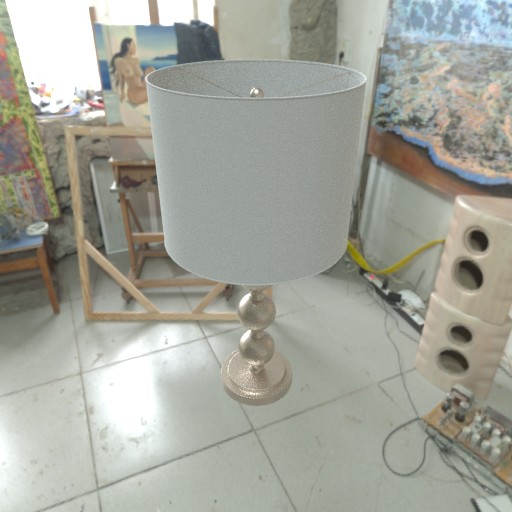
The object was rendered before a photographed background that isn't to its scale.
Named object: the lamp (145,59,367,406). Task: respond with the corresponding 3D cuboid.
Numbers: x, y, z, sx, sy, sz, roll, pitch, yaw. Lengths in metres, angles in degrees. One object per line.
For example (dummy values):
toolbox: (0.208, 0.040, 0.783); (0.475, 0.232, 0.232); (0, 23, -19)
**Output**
lamp: (0.000, 0.000, 0.701); (0.277, 0.538, 0.277); (21, 37, 31)
